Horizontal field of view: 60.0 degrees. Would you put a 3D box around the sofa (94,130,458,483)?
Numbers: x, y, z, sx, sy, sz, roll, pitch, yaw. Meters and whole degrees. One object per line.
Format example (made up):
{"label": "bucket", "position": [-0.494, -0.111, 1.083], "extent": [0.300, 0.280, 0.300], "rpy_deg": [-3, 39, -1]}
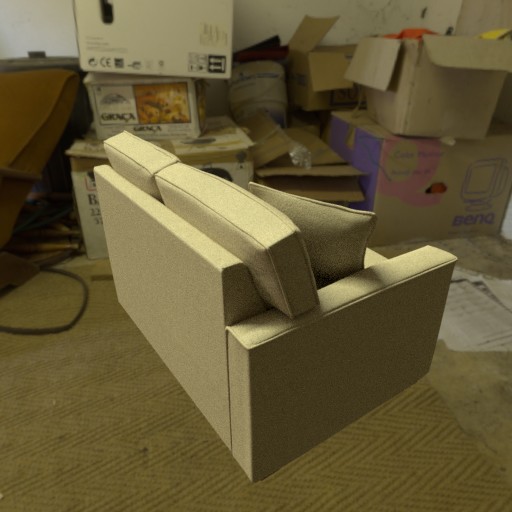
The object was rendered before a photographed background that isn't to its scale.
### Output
{"label": "sofa", "position": [0.000, 0.000, 2.036], "extent": [0.991, 0.989, 1.388], "rpy_deg": [-18, 33, -30]}
